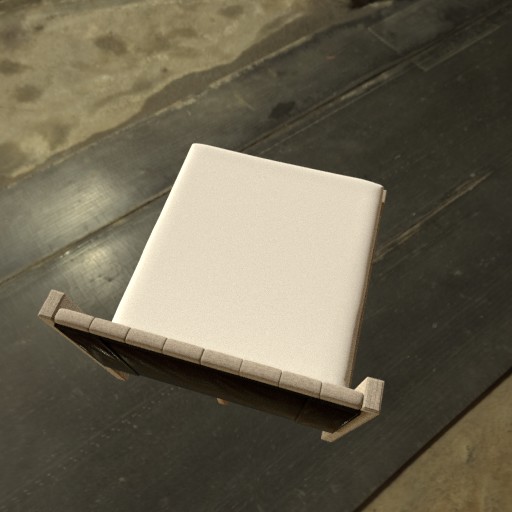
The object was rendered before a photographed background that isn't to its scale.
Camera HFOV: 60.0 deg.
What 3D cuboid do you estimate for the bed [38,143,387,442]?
[{"bbox_3d":[0.000,0.000,3.778,2.044,1.748,2.372,14,63,7],"label":"bed"}]
